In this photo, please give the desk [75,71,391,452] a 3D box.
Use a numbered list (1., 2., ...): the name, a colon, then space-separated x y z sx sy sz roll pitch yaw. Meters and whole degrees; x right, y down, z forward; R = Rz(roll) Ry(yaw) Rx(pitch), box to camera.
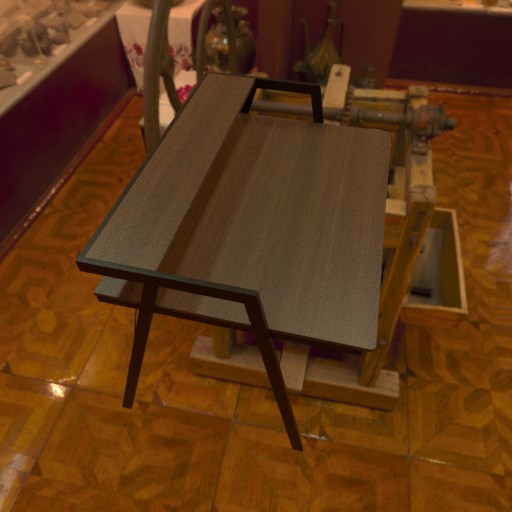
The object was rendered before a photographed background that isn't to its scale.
1. desk: 0.000 0.000 1.880 0.936 0.998 1.143 10 49 9
